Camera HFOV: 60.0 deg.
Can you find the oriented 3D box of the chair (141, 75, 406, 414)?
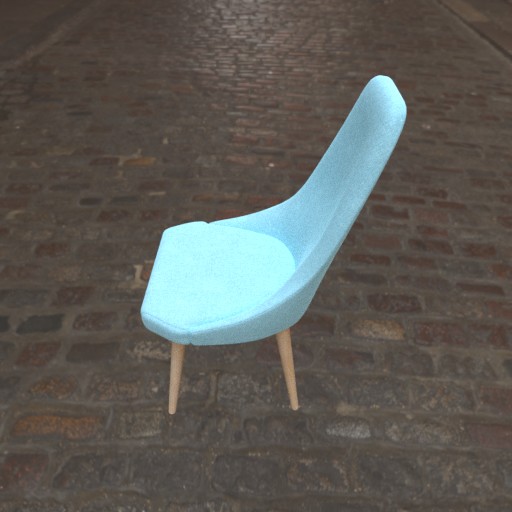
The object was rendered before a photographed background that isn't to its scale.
[{"bbox_3d":[0.000,0.000,1.365,0.660,1.040,0.510,1,41,1],"label":"chair"}]
